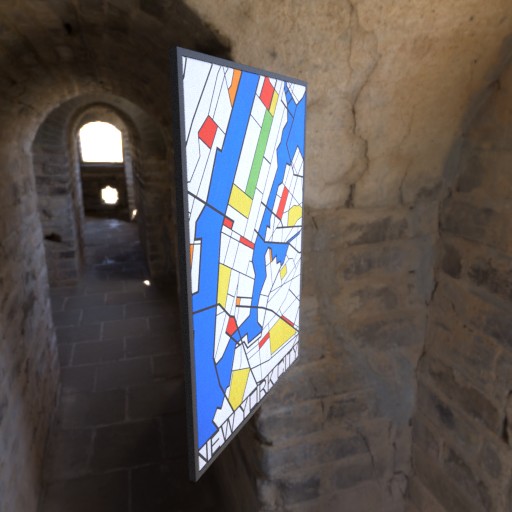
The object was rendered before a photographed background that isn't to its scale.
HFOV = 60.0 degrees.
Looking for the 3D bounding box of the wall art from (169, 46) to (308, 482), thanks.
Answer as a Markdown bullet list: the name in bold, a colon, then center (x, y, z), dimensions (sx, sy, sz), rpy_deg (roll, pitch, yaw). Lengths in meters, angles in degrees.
- **wall art**: center (0.000, 0.000, 0.843), dimensions (0.013, 0.660, 0.460), rpy_deg (8, 17, 26)
